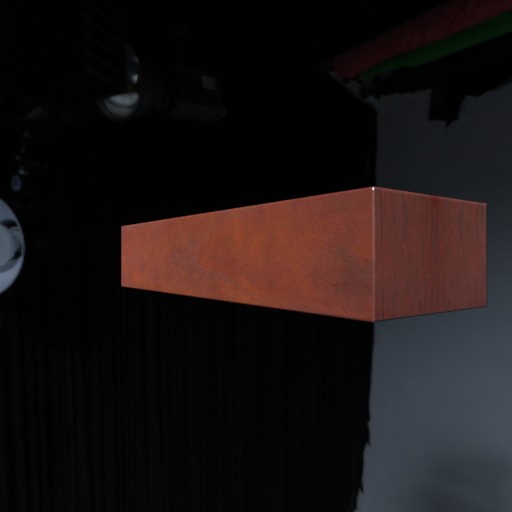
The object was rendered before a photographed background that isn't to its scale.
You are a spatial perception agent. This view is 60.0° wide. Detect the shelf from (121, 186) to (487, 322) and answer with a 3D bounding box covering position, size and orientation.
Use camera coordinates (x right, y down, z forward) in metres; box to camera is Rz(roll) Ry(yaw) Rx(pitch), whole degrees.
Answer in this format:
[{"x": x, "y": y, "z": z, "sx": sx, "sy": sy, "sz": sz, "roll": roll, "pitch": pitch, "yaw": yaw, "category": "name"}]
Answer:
[{"x": 0.000, "y": 0.000, "z": 0.517, "sx": 0.152, "sy": 0.088, "sz": 0.457, "roll": 0, "pitch": 0, "yaw": -37, "category": "shelf"}]
